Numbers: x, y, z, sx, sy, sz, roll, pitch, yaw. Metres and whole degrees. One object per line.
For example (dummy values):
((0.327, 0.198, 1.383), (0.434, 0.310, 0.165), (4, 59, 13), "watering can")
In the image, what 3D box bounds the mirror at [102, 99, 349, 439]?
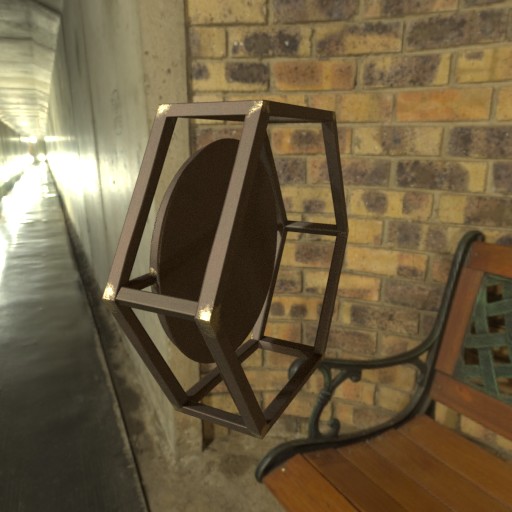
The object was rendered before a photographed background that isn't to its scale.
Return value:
((0.000, 0.000, 0.527), (0.119, 0.334, 0.380), (8, 17, 26), "mirror")
